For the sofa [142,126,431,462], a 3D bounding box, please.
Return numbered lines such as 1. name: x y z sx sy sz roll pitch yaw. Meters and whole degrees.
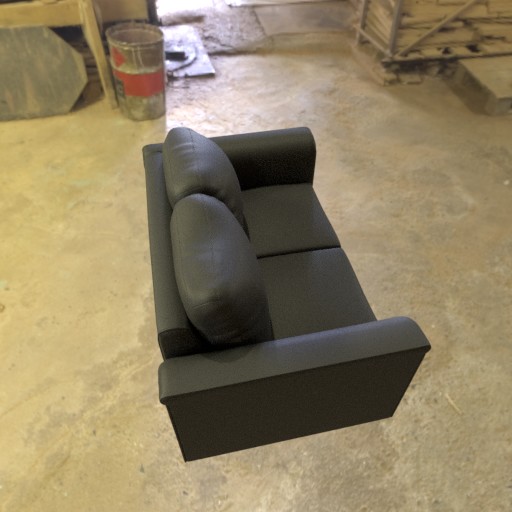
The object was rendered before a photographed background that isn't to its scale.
1. sofa: 0.000 0.000 1.977 0.887 0.845 1.386 -9 47 -8
